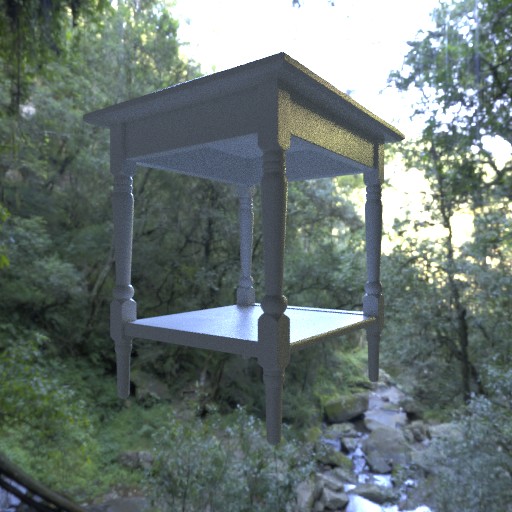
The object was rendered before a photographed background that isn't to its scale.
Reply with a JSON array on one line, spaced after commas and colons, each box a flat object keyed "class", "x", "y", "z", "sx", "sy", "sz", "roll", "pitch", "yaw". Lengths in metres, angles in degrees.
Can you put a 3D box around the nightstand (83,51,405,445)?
[{"class": "nightstand", "x": 0.000, "y": 0.000, "z": 0.924, "sx": 0.459, "sy": 0.555, "sz": 0.505, "roll": 0, "pitch": 0, "yaw": 36}]
